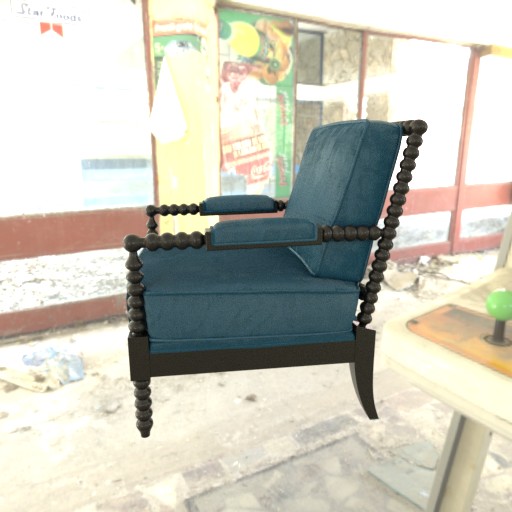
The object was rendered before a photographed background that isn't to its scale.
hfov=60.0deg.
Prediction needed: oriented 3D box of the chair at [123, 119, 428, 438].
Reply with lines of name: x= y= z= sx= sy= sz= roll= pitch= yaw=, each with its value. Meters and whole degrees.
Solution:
chair: x=0.000 y=0.000 z=1.467 sx=0.805 sy=0.857 sz=0.688 roll=-2 pitch=14 yaw=-8
